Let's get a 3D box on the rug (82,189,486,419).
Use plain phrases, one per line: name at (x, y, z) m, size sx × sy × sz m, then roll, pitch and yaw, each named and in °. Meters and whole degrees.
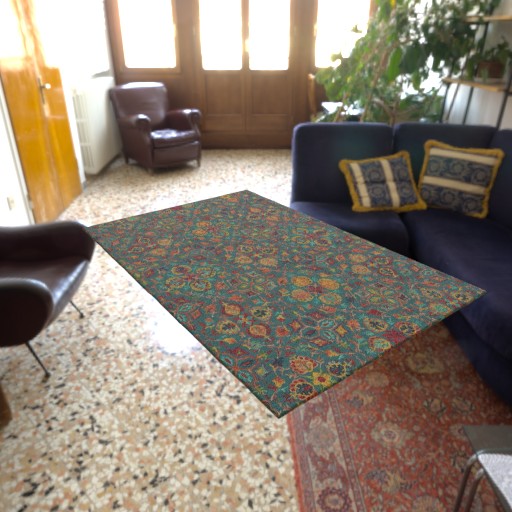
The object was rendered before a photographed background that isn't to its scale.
rug at (0.000, 0.000, 2.318) m, size 1.216 × 0.014 × 1.836 m, roll -19°, pitch 32°, yaw -33°
